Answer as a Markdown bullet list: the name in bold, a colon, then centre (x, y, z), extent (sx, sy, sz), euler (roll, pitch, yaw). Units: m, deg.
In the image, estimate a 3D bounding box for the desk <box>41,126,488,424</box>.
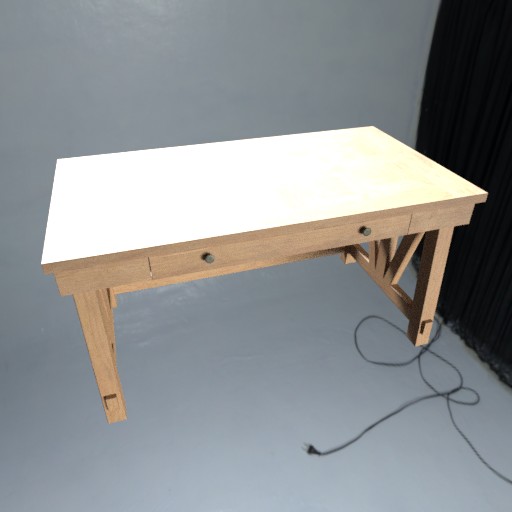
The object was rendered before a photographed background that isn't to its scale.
- **desk**: centre (0.000, 0.000, 1.943), extent (1.499, 0.762, 0.813), euler (-10, 35, -14)
